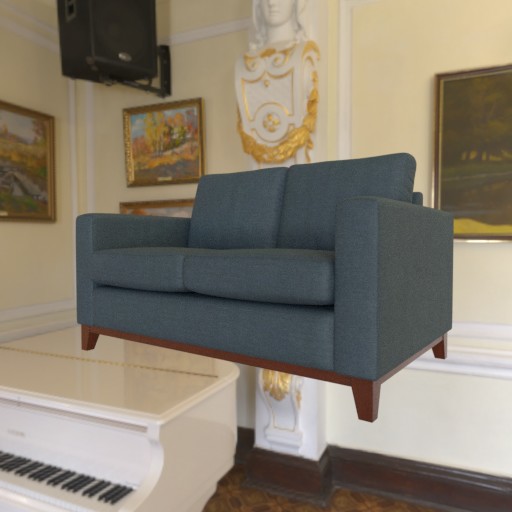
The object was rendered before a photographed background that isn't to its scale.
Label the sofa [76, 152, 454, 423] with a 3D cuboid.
[{"bbox_3d":[0.000,0.000,2.022,1.489,0.903,0.955,1,2,36],"label":"sofa"}]
